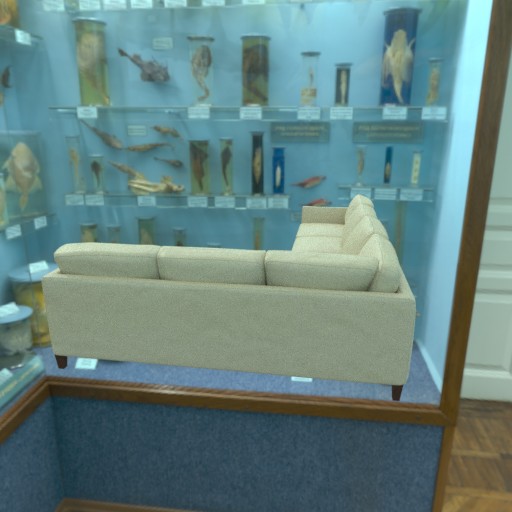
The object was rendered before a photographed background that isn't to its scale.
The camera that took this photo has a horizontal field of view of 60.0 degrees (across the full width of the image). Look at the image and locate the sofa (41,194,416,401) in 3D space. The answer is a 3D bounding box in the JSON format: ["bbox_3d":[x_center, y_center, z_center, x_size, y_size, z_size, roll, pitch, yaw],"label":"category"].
[{"bbox_3d":[0.000,0.000,4.531,2.593,0.947,3.302,3,17,9],"label":"sofa"}]
